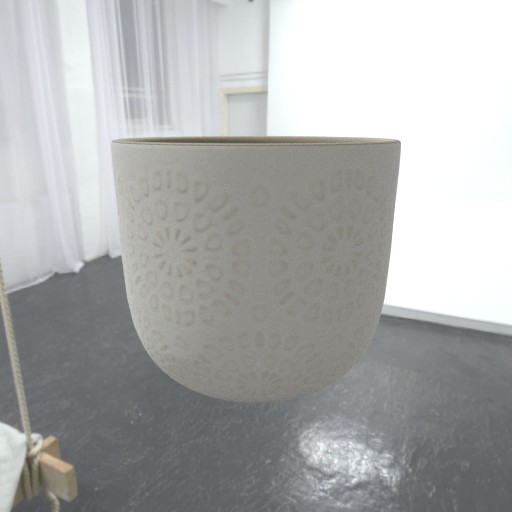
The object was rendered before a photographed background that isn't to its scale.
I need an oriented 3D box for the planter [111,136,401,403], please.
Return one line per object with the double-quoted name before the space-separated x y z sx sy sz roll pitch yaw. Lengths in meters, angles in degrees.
"planter" 0.000 0.000 0.213 0.124 0.109 0.124 0 16 0
